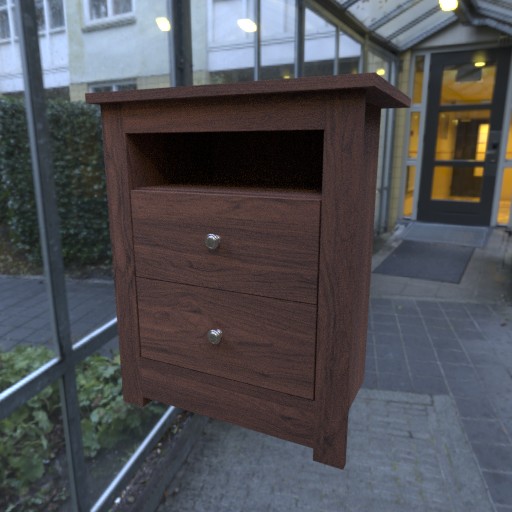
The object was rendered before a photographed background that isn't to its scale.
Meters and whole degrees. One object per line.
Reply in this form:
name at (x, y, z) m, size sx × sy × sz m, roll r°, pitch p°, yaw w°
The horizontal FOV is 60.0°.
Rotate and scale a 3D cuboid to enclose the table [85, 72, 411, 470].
table at (0.000, 0.000, 1.042) m, size 0.589 × 0.711 × 0.406 m, roll 7°, pitch 15°, yaw 25°
